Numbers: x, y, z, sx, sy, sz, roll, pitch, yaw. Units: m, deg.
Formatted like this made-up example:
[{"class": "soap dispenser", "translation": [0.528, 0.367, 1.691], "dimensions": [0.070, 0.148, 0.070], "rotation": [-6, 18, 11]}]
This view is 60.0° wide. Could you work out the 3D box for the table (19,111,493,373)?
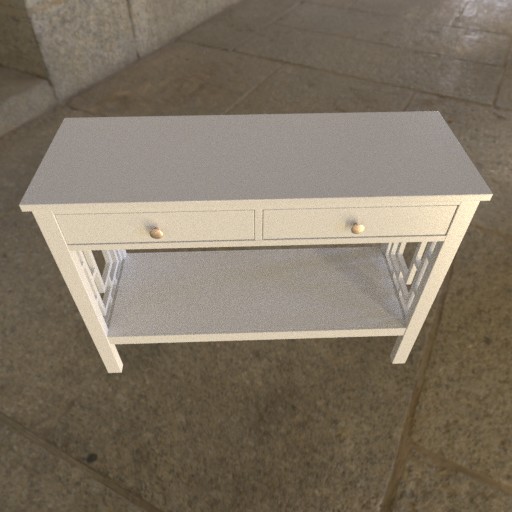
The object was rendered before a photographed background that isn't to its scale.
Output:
[{"class": "table", "translation": [0.000, 0.000, 1.397], "dimensions": [1.068, 0.753, 0.397], "rotation": [-2, 46, -1]}]
